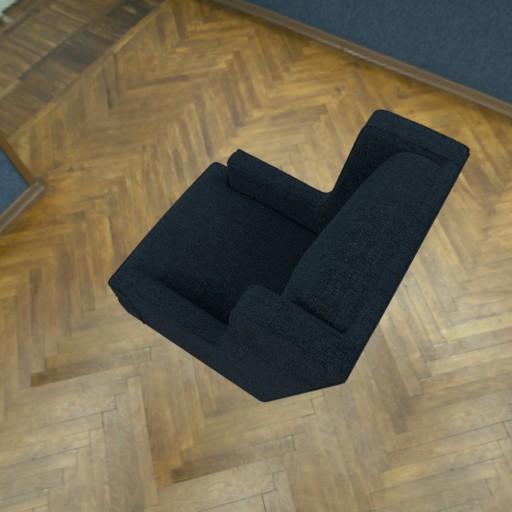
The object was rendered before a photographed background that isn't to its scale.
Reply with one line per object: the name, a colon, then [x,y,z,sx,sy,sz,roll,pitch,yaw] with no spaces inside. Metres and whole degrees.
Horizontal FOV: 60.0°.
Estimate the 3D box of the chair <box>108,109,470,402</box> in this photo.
chair: [0.000,0.000,1.661,0.947,1.072,0.764,30,66,15]
